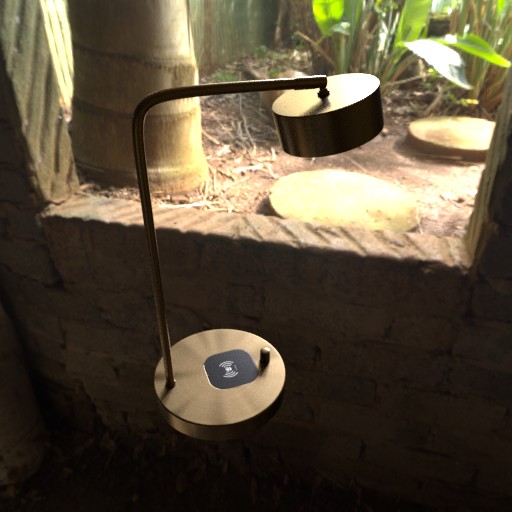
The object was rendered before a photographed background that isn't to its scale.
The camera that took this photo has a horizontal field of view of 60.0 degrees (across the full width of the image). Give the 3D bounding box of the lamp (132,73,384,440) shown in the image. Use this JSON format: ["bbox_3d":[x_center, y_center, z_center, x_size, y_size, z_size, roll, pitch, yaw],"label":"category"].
[{"bbox_3d":[0.000,0.000,0.508,0.270,0.380,0.171,-10,32,-17],"label":"lamp"}]
